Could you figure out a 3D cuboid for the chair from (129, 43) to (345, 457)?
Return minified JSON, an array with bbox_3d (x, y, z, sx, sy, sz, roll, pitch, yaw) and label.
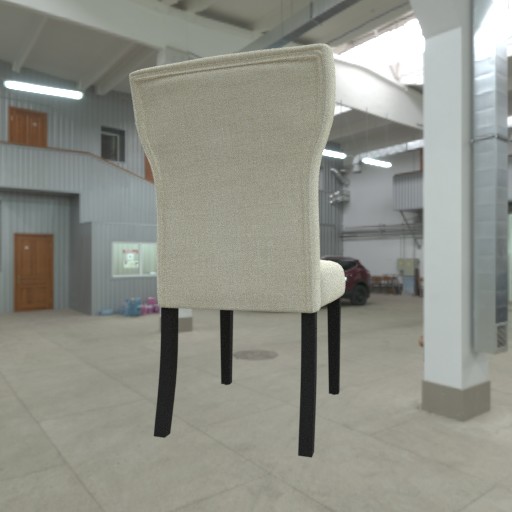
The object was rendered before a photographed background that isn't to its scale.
[{"bbox_3d":[0.000,0.000,1.284,0.509,0.921,0.597,0,0,17],"label":"chair"}]
